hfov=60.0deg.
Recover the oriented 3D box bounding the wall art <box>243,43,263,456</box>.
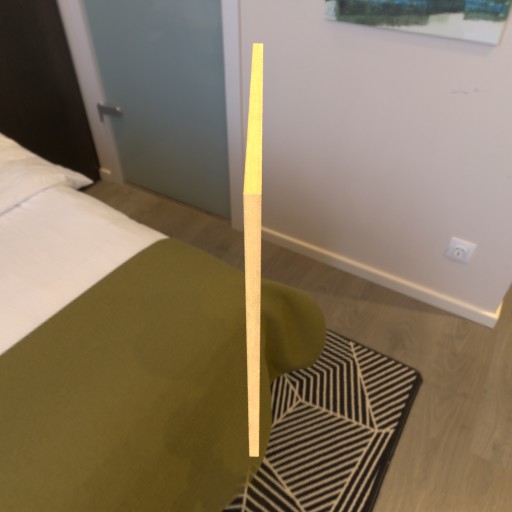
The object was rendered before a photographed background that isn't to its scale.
[{"bbox_3d":[0.000,0.000,1.373,0.030,1.002,0.798,1,42,1],"label":"wall art"}]
